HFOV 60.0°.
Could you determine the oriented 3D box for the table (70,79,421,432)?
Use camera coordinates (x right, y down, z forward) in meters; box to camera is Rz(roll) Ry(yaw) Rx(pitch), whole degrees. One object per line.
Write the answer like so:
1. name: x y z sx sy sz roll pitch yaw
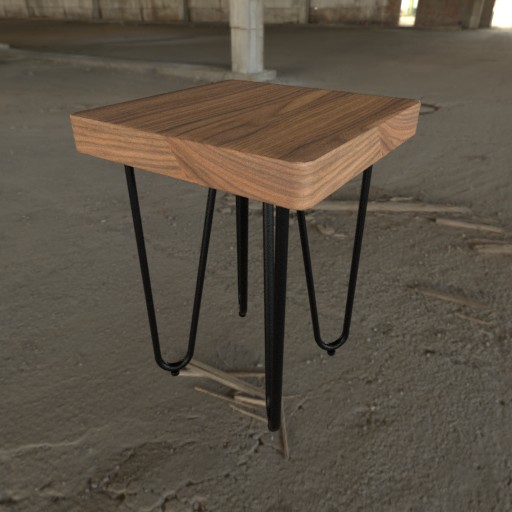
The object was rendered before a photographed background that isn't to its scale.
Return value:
1. table: 0.000 0.000 0.984 0.479 0.641 0.480 19 35 29
